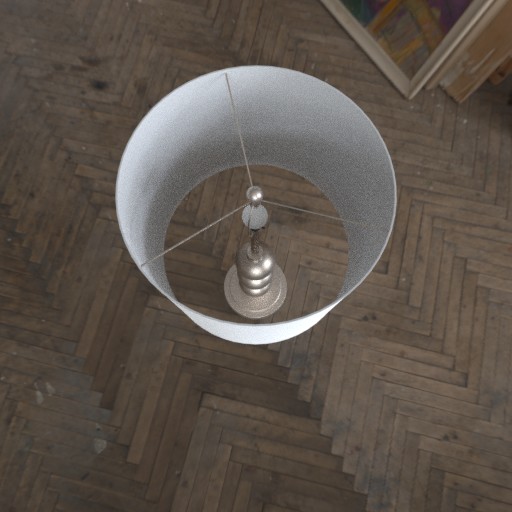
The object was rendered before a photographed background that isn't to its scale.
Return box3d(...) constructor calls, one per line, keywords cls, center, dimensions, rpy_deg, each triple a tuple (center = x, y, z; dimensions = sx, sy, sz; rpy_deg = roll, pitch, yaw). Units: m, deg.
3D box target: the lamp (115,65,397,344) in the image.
box3d(cls="lamp", center=(0.000, 0.000, 0.693), dimensions=(0.277, 0.538, 0.277), rpy_deg=(19, 76, 5))
